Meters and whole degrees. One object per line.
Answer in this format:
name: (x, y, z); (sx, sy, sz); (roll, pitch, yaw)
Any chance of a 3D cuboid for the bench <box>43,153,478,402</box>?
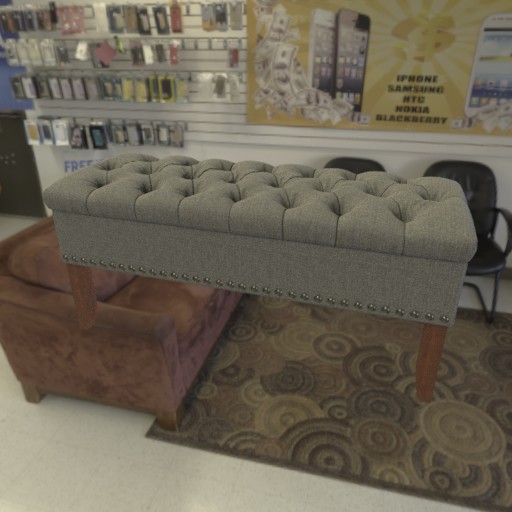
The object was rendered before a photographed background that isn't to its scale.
bench: (0.000, 0.000, 1.274); (1.052, 0.470, 0.417); (8, 27, 16)
